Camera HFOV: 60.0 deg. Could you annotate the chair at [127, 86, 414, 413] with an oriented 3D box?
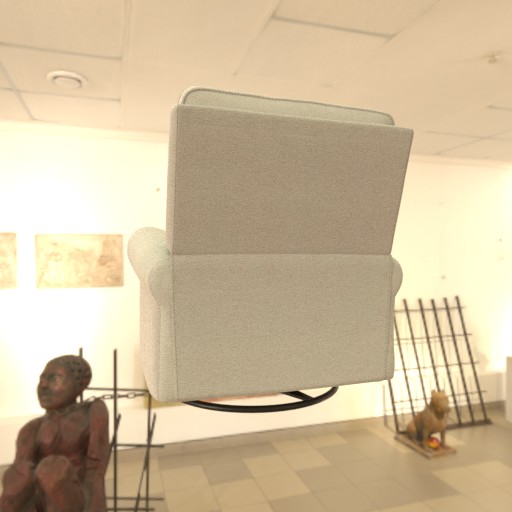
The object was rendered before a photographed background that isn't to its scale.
[{"bbox_3d":[0.000,0.000,1.624,0.890,0.960,0.878,0,0,-18],"label":"chair"}]
